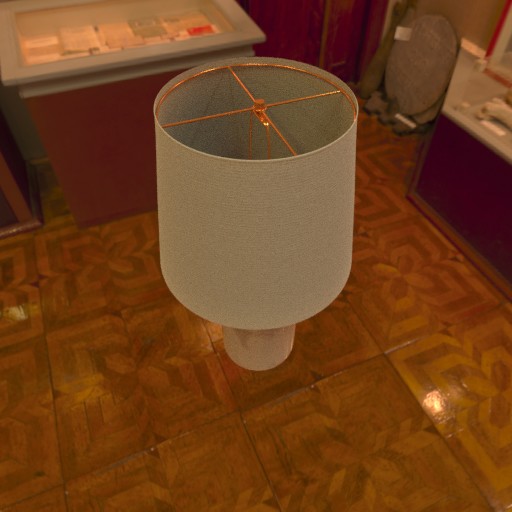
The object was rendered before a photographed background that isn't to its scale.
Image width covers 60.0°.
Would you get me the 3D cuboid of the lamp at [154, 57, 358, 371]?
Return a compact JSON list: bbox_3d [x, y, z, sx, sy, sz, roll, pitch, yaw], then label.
[{"bbox_3d":[0.000,0.000,0.452,0.189,0.340,0.189,0,48,0],"label":"lamp"}]
